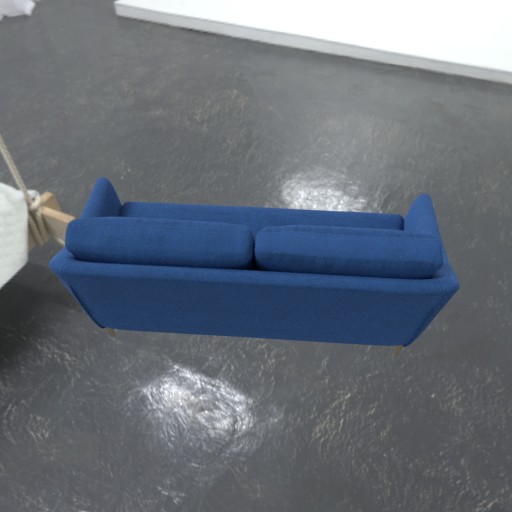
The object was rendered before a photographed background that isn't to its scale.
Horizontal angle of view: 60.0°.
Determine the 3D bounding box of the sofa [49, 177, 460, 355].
[{"bbox_3d":[0.000,0.000,2.503,2.036,0.903,0.960,3,47,3],"label":"sofa"}]
